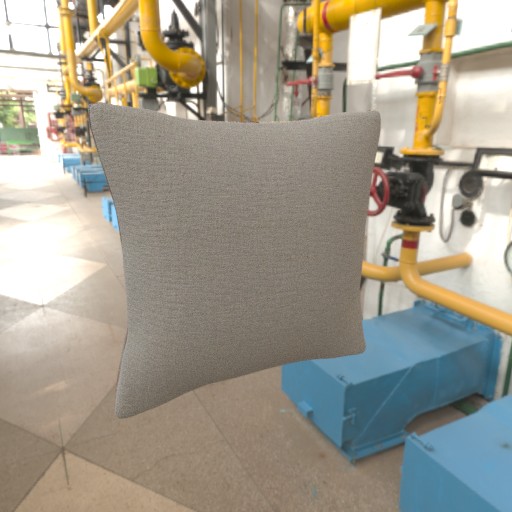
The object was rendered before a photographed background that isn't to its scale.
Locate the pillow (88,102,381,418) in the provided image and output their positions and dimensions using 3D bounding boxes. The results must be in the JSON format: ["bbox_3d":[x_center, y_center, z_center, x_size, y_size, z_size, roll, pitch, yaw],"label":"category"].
[{"bbox_3d":[0.000,0.000,0.652,0.437,0.419,0.136,-8,18,-25],"label":"pillow"}]
